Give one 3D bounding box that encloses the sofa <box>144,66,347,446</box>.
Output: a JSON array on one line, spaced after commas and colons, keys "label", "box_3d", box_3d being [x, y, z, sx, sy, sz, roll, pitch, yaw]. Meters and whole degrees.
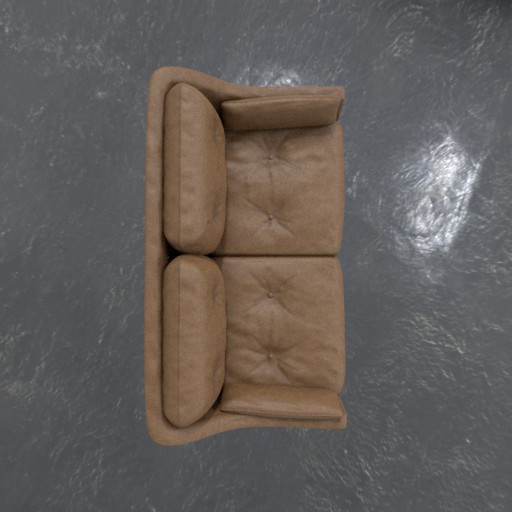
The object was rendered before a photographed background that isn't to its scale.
[{"label": "sofa", "box_3d": [0.000, 0.000, 2.309, 0.981, 0.886, 1.731, 0, 88, -1]}]
